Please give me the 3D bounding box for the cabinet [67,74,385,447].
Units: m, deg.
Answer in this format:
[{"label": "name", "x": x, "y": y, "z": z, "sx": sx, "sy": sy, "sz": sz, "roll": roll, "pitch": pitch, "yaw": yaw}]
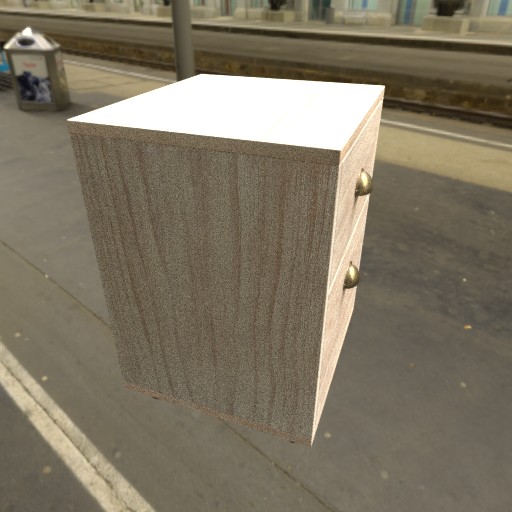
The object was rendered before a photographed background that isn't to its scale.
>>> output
[{"label": "cabinet", "x": 0.000, "y": 0.000, "z": 0.858, "sx": 0.401, "sy": 0.579, "sz": 0.409, "roll": 11, "pitch": 33, "yaw": 18}]
